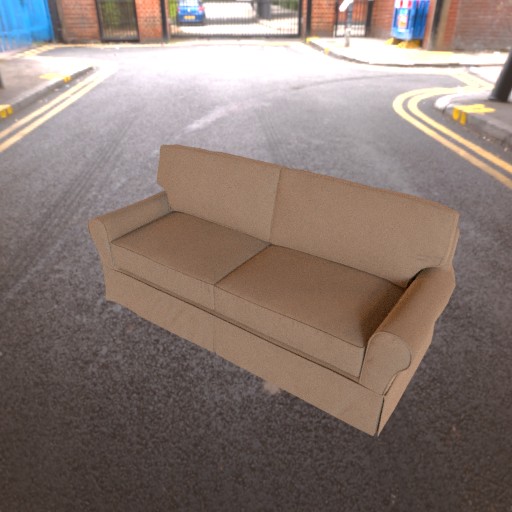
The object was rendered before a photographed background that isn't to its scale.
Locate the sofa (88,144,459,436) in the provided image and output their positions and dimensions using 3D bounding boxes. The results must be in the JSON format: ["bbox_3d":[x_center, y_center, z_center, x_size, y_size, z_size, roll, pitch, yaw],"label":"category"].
[{"bbox_3d":[0.000,0.000,2.786,2.246,1.014,0.900,20,35,30],"label":"sofa"}]
